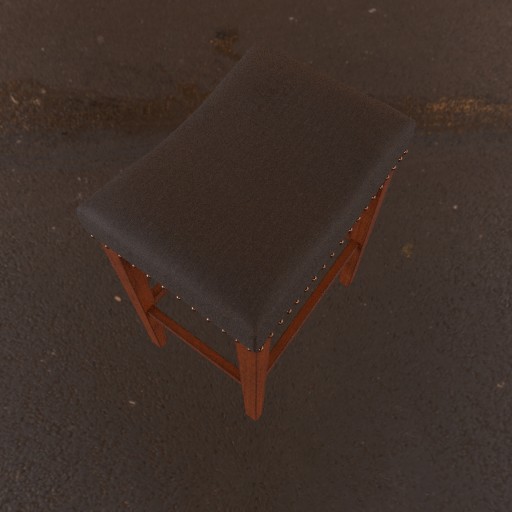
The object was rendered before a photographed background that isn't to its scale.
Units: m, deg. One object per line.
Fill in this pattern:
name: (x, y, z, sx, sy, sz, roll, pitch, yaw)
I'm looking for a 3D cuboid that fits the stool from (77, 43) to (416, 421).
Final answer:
stool: (0.000, 0.000, 0.873, 0.320, 0.612, 0.439, 33, 67, 16)
